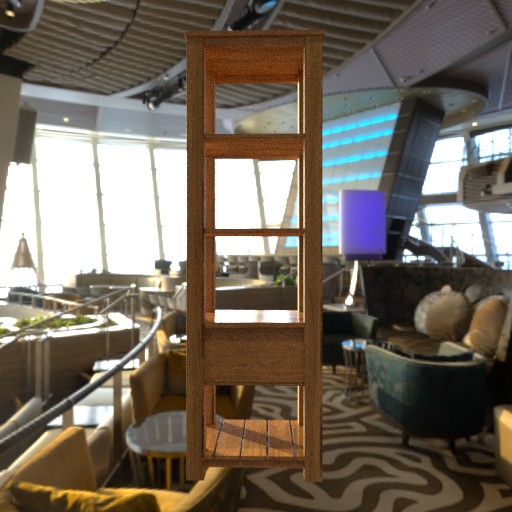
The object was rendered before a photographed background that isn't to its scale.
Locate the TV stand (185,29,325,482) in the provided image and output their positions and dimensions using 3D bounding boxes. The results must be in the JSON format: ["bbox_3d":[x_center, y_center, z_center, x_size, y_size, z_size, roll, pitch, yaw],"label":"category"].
[{"bbox_3d":[0.000,0.000,2.007,0.565,1.828,0.435,0,0,1],"label":"TV stand"}]
